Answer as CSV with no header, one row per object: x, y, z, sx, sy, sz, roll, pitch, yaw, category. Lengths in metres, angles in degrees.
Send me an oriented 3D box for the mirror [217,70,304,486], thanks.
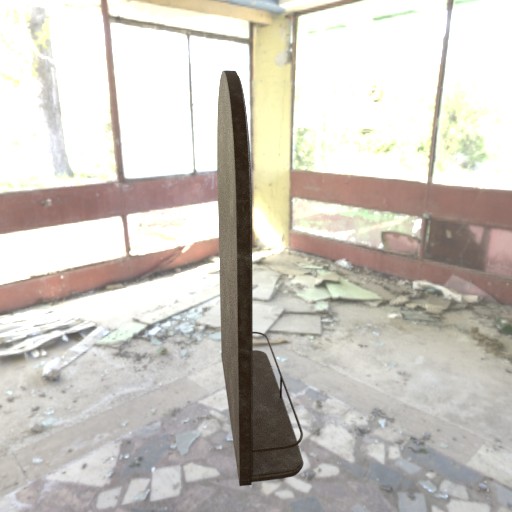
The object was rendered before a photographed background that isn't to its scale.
0.000,0.000,0.995,0.137,0.770,0.510,-2,17,-8,mirror
